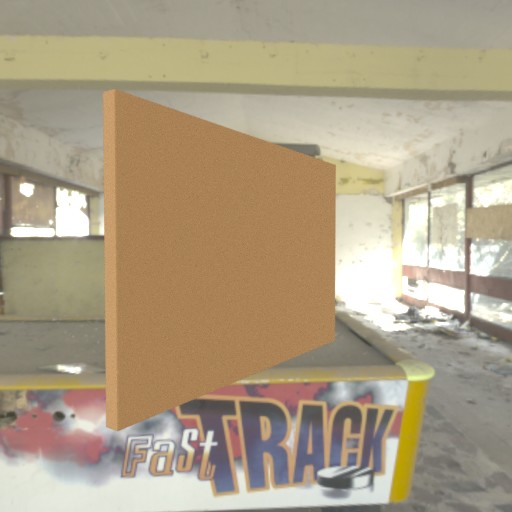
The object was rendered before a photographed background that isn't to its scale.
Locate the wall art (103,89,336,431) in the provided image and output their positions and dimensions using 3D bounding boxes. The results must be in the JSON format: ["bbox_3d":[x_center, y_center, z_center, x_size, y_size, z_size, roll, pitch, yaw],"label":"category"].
[{"bbox_3d":[0.000,0.000,1.171,0.033,0.608,0.915,1,2,35],"label":"wall art"}]
